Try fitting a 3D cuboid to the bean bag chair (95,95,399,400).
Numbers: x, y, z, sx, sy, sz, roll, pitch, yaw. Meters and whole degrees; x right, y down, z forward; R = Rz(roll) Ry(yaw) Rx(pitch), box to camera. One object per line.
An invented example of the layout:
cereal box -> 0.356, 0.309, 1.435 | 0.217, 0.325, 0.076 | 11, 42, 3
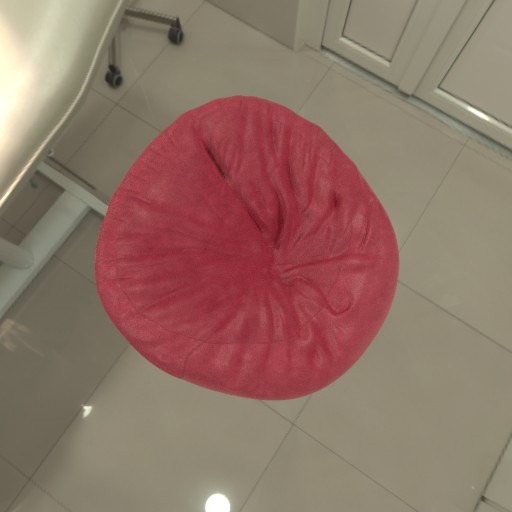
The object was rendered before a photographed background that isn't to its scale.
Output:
bean bag chair -> 0.000, 0.000, 2.413 | 1.524, 0.878, 1.524 | 33, 78, 8
